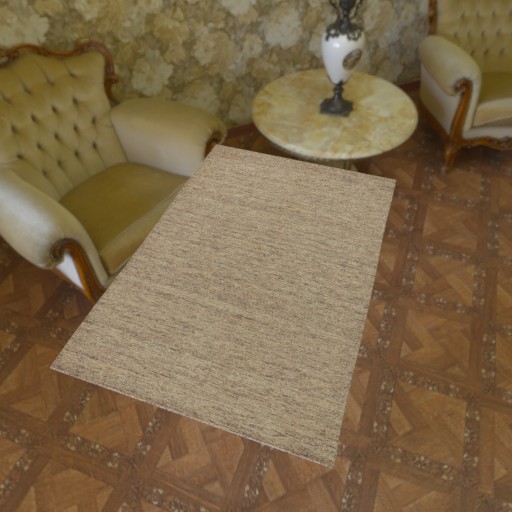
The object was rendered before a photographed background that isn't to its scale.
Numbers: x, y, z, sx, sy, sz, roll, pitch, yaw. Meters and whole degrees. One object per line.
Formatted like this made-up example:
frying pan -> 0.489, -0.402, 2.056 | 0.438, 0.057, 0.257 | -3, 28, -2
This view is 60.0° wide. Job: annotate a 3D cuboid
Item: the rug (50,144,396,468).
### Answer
rug -> 0.000, 0.000, 2.932 | 1.547, 0.013, 2.283 | 14, 48, 13
